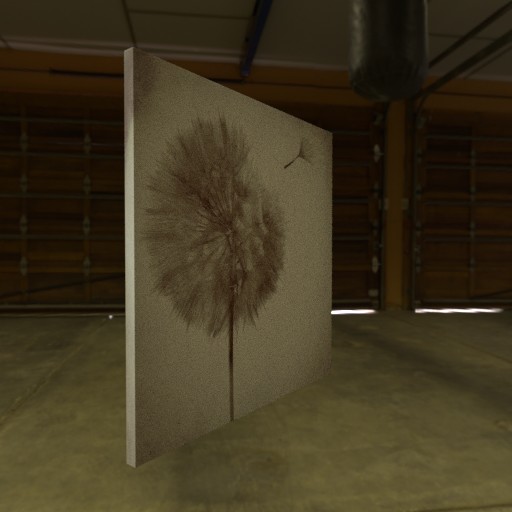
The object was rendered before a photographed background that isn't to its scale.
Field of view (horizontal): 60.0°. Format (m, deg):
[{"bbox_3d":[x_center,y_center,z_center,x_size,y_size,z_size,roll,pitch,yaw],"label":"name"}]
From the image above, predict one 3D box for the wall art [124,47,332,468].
[{"bbox_3d":[0.000,0.000,1.112,0.027,0.762,0.762,1,1,37],"label":"wall art"}]
